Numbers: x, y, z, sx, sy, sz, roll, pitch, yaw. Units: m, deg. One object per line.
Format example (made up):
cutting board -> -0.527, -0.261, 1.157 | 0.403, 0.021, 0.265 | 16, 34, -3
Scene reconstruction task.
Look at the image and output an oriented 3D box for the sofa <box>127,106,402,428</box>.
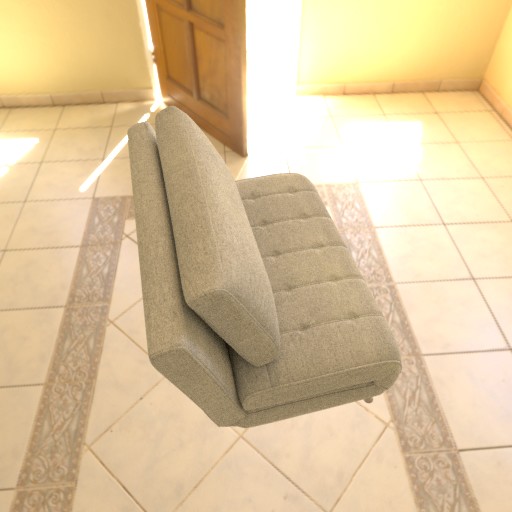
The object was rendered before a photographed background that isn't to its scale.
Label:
sofa -> 0.000, 0.000, 1.926 | 0.910, 0.910, 1.220 | -10, 48, -9
